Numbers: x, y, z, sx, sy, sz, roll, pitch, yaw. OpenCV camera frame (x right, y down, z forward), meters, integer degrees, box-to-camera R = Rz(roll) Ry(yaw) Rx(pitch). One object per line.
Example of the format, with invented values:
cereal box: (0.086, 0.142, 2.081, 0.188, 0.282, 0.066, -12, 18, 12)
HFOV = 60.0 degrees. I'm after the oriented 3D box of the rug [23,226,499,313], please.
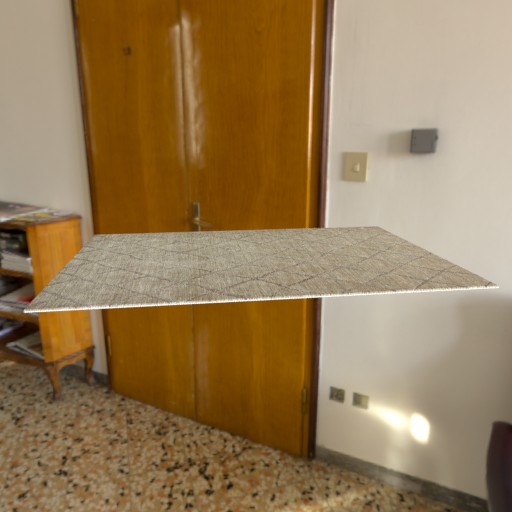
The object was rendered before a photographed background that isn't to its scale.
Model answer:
rug: (0.000, 0.000, 2.823, 2.280, 0.015, 1.521, -2, 16, -8)
